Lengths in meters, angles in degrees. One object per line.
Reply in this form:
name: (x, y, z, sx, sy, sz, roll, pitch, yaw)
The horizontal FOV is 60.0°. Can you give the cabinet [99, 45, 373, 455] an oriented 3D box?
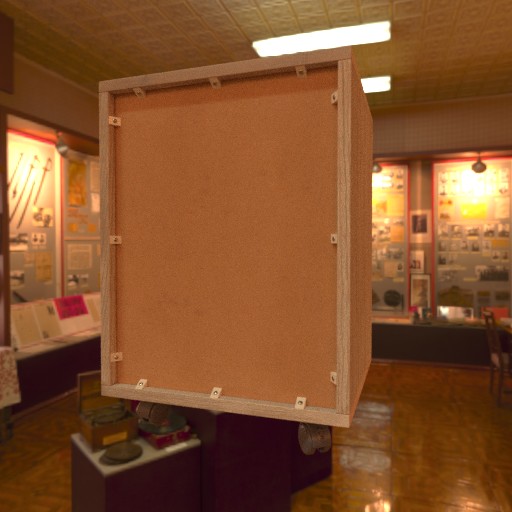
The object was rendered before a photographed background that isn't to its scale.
cabinet: (0.000, 0.000, 0.858, 0.409, 0.579, 0.401, 0, 1, 19)
